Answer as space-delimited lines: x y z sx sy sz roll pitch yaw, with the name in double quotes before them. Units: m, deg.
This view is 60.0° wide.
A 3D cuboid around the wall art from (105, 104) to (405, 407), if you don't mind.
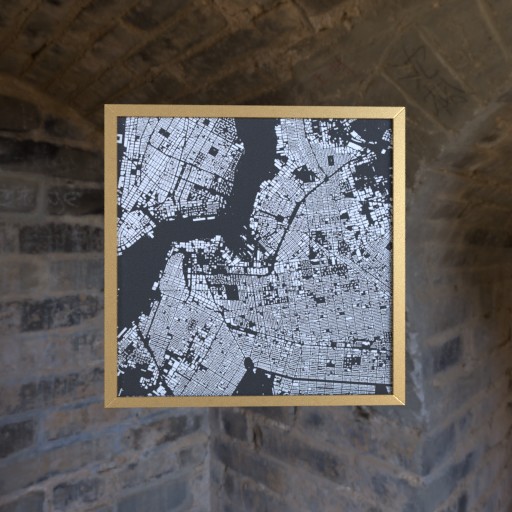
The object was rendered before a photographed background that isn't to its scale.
"wall art" 0.000 0.000 2.891 1.926 1.926 0.099 0 0 -2
